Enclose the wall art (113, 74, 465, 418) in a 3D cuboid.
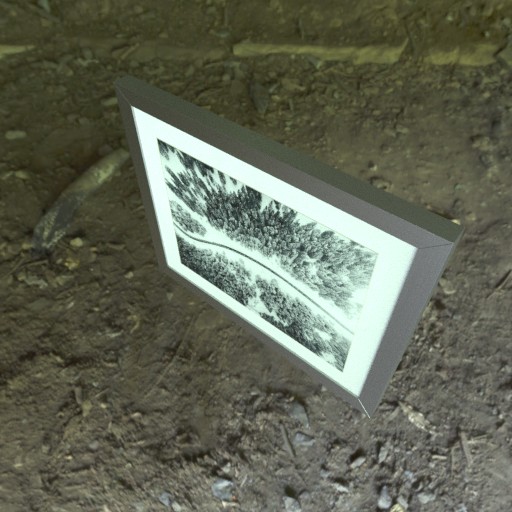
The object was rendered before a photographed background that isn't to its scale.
[{"bbox_3d":[0.000,0.000,0.757,0.557,0.456,0.032,31,55,25],"label":"wall art"}]
